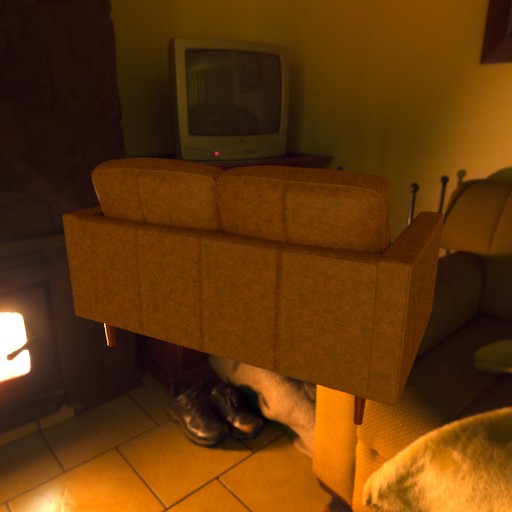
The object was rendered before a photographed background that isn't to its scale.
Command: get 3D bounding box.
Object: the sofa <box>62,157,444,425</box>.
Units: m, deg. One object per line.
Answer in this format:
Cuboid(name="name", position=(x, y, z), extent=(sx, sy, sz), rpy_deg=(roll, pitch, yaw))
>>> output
Cuboid(name="sofa", position=(0.000, 0.000, 2.159), extent=(1.578, 0.951, 0.909), rpy_deg=(9, 20, 27))
